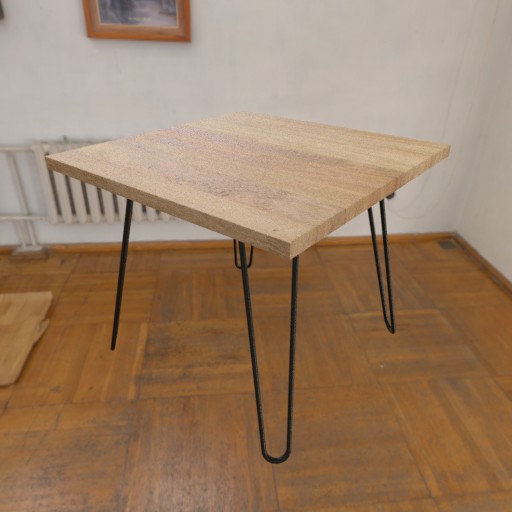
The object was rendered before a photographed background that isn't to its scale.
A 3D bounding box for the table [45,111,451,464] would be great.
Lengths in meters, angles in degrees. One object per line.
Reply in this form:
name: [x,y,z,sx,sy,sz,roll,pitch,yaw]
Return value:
table: [0.000,0.000,1.038,0.599,0.500,0.599,21,35,34]
